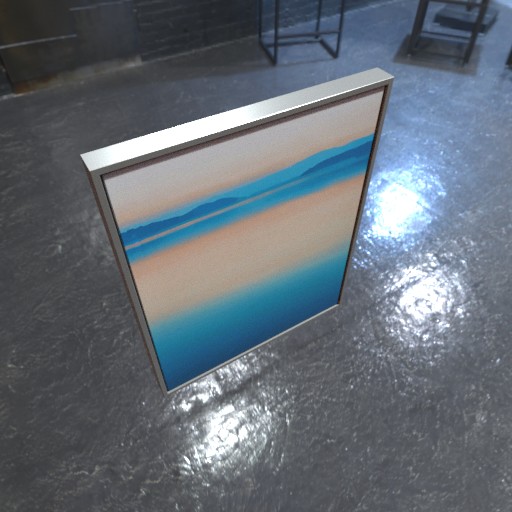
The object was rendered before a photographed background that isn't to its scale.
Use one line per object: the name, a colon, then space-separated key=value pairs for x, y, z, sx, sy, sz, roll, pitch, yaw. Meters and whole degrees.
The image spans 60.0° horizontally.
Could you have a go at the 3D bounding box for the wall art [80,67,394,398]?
wall art: x=0.000 y=0.000 z=0.784 sx=0.453 sy=0.554 sz=0.037 roll=-24 pitch=51 yaw=-21
